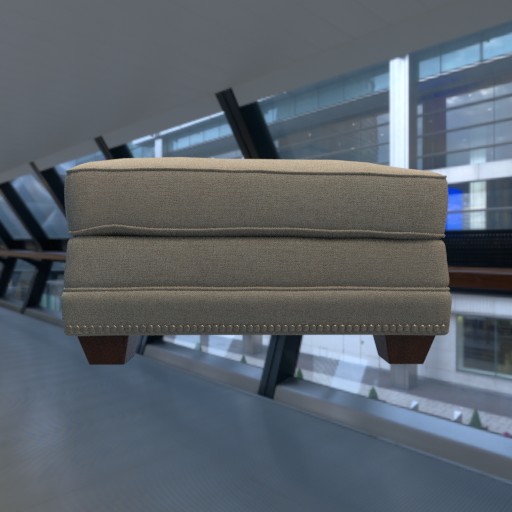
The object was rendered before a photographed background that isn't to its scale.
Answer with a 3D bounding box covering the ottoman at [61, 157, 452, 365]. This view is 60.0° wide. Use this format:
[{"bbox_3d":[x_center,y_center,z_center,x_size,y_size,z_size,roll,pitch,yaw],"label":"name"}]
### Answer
[{"bbox_3d":[0.000,0.000,1.157,0.813,0.458,0.559,0,0,-1],"label":"ottoman"}]
